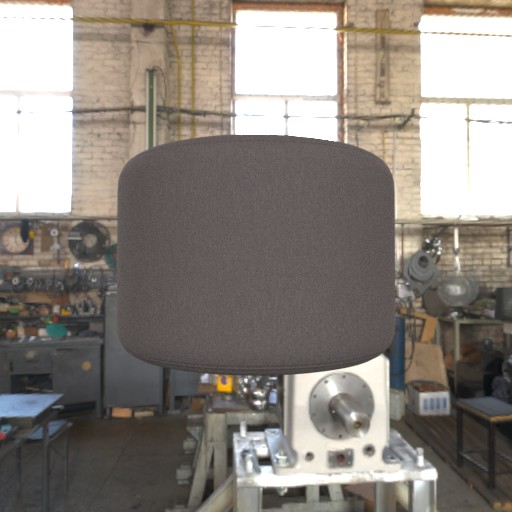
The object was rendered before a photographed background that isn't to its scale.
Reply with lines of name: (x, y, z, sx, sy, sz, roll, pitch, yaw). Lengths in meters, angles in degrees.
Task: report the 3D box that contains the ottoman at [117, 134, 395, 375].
ottoman: (0.000, 0.000, 1.015, 0.608, 0.433, 0.608, 0, -1, 0)
